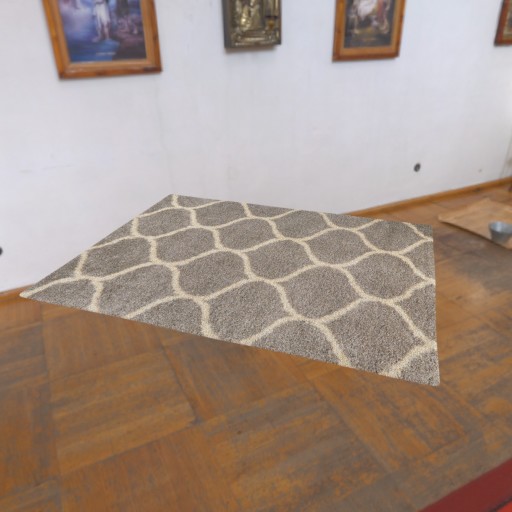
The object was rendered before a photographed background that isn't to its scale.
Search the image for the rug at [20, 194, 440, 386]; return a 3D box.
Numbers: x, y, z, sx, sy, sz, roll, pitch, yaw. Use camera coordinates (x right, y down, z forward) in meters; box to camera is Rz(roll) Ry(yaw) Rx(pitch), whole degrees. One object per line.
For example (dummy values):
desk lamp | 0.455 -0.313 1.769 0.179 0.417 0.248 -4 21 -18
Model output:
rug | 0.000 0.000 3.938 3.000 0.026 2.399 9 29 16
